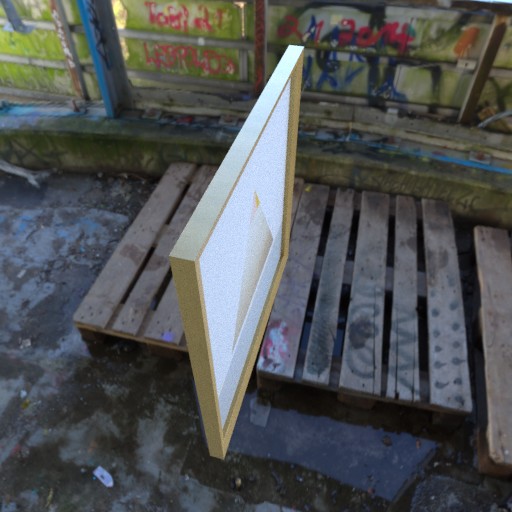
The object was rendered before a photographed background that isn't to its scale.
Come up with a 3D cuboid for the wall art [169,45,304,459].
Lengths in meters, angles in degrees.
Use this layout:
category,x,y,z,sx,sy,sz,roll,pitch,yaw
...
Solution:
category,x,y,z,sx,sy,sz,roll,pitch,yaw
wall art,0.000,0.000,2.891,0.097,1.936,1.935,11,48,11
